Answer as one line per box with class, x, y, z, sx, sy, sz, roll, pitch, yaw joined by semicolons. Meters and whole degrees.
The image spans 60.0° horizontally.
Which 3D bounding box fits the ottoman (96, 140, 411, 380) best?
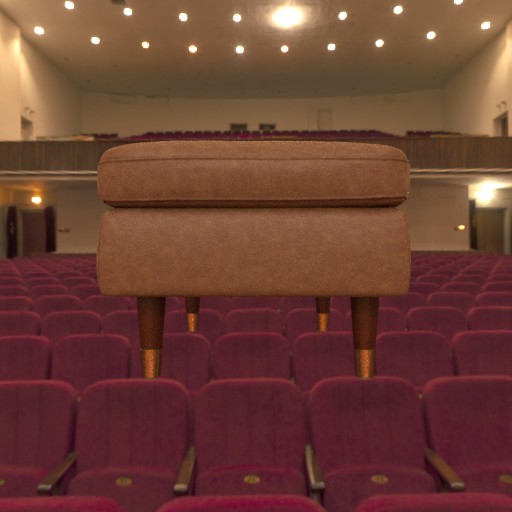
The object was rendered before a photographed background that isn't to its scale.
ottoman;0.000;0.000;1.130;0.593;0.478;0.747;0;0;0
